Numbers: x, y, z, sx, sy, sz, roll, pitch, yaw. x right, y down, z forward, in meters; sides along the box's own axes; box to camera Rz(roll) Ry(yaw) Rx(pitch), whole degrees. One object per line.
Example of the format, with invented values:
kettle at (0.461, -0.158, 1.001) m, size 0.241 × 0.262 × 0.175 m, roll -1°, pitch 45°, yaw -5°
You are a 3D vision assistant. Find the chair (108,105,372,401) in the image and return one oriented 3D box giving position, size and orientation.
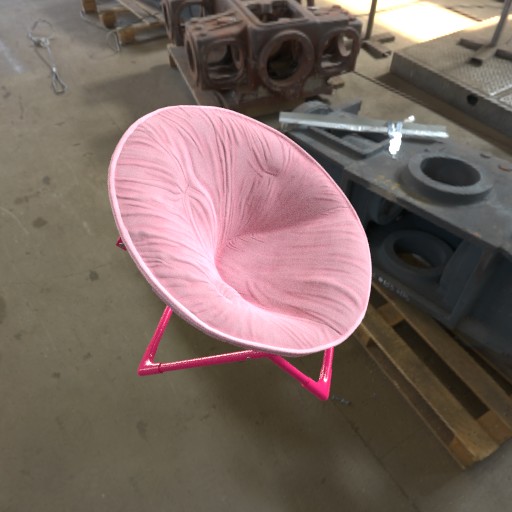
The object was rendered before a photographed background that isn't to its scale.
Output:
chair at (0.000, 0.000, 0.884) m, size 0.459 × 0.494 × 0.522 m, roll 9°, pitch 49°, yaw 8°
